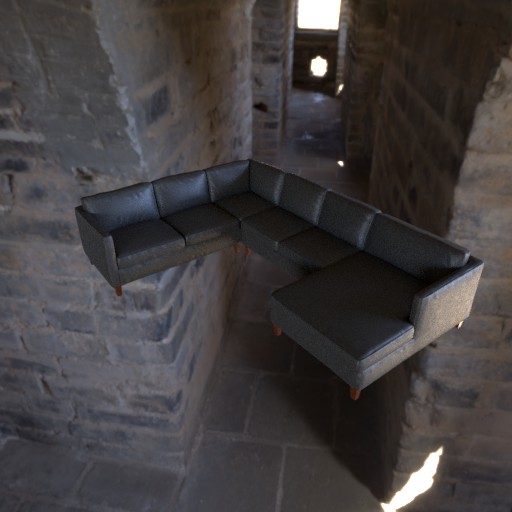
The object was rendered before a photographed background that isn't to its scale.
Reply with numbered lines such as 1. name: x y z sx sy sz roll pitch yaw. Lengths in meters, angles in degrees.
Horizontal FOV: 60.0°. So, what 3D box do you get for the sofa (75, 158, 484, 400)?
1. sofa: 0.000 0.000 4.593 2.593 0.923 3.460 -21 37 -31
